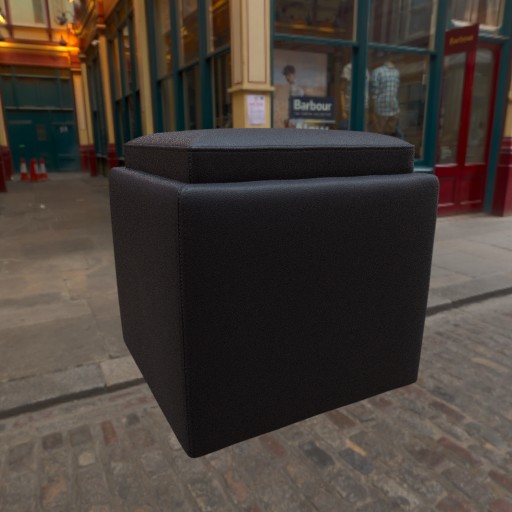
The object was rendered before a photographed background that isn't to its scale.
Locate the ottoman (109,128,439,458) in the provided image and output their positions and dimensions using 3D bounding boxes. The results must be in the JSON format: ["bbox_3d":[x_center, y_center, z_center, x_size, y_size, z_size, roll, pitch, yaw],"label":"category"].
[{"bbox_3d":[0.000,0.000,0.833,0.451,0.460,0.450,-8,17,-27],"label":"ottoman"}]
